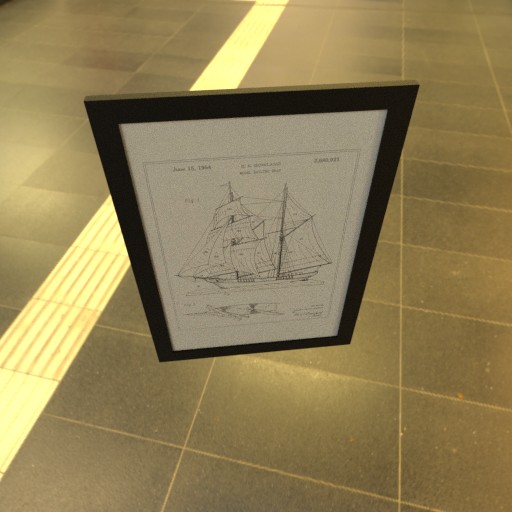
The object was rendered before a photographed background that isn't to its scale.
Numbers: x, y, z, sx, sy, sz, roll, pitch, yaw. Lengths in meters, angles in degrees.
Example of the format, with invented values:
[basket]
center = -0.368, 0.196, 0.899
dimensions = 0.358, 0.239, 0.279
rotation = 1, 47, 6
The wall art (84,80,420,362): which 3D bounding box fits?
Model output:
[wall art]
center = 0.000, 0.000, 0.594
dimensions = 0.326, 0.459, 0.011
rotation = -4, 45, -4
